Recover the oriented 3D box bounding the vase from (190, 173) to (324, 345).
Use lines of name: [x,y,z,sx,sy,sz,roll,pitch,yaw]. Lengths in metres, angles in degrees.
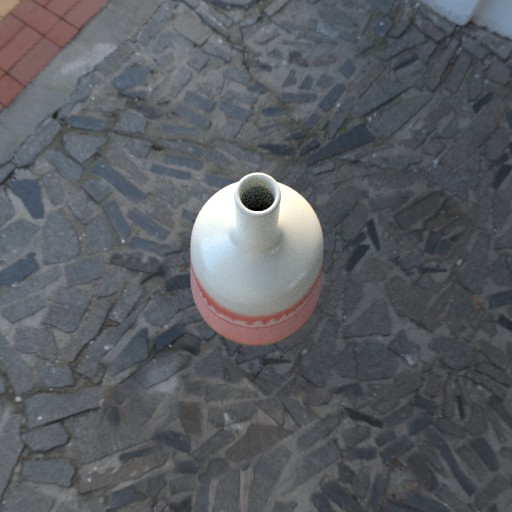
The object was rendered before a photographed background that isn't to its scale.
vase: [0.000,0.000,0.390,0.144,0.296,0.144,0,76,0]
